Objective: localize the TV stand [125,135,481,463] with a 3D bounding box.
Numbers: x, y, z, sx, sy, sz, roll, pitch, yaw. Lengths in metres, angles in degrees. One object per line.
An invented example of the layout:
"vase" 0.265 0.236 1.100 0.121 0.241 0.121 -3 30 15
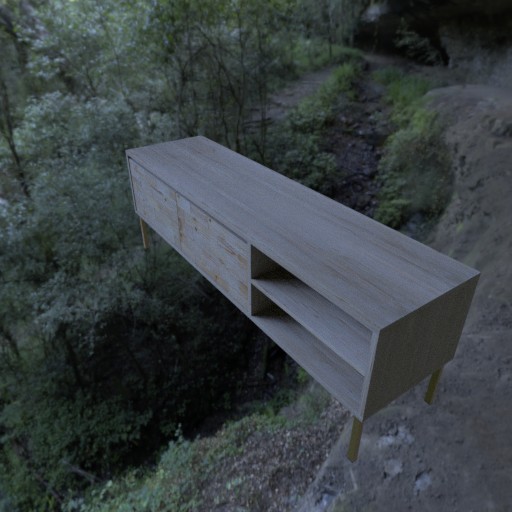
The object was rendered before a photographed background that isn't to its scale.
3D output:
"TV stand" 0.000 0.000 1.844 0.420 0.550 1.600 -20 37 -29
